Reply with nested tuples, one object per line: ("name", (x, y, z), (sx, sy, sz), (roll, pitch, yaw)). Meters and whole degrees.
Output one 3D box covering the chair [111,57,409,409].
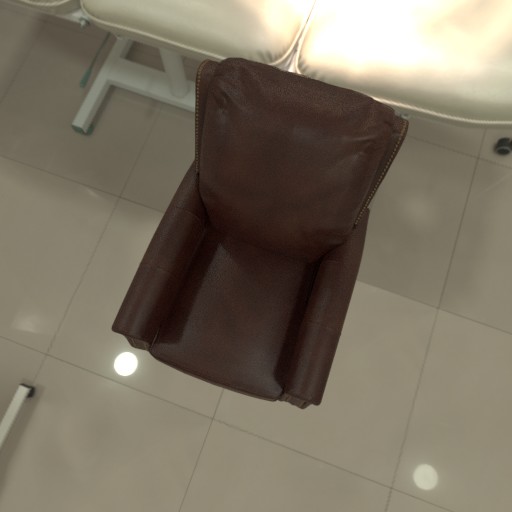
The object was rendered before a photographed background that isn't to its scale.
("chair", (0.000, 0.000, 1.806), (0.826, 1.022, 1.089), (19, 77, 5))
